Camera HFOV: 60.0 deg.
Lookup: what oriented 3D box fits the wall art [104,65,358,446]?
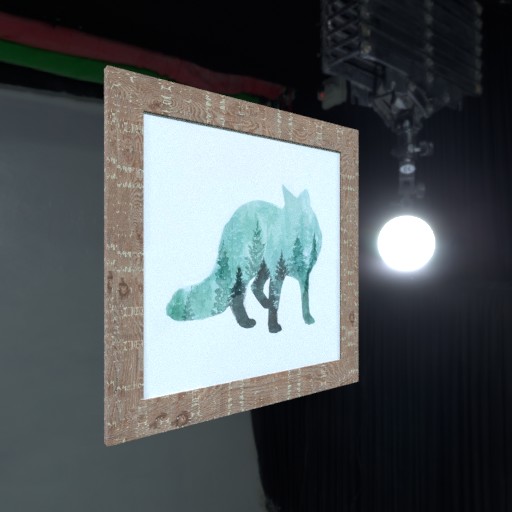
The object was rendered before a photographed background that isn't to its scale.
[{"bbox_3d":[0.000,0.000,0.567,0.384,0.384,0.012,0,0,-37],"label":"wall art"}]
